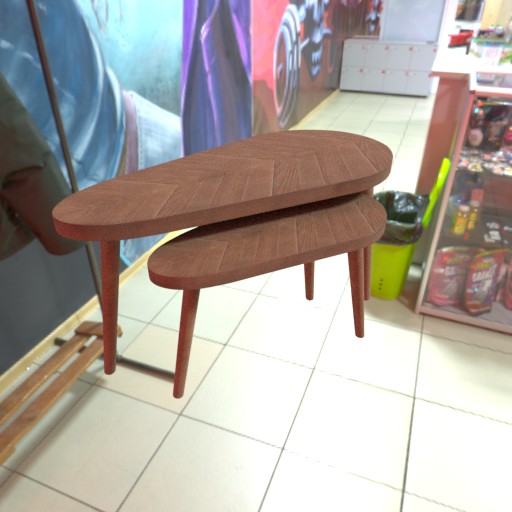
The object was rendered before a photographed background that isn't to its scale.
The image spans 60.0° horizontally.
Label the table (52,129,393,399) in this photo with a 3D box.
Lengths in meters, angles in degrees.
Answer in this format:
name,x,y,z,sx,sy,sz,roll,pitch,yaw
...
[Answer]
name,x,y,z,sx,sy,sz,roll,pitch,yaw
table,0.000,0.000,1.550,1.190,0.595,0.701,-21,37,-30
